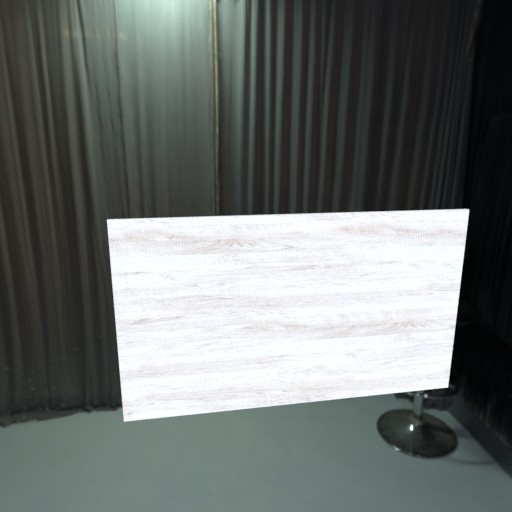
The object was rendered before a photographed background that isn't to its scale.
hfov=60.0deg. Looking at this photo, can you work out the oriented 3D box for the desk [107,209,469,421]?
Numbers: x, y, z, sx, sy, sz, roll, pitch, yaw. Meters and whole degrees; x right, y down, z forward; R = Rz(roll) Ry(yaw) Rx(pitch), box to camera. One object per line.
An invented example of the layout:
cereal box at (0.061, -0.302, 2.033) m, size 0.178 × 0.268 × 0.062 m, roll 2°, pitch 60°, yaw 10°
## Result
desk at (0.000, 0.000, 2.667) m, size 1.400 × 0.800 × 1.900 m, roll -3°, pitch 15°, yaw -10°
